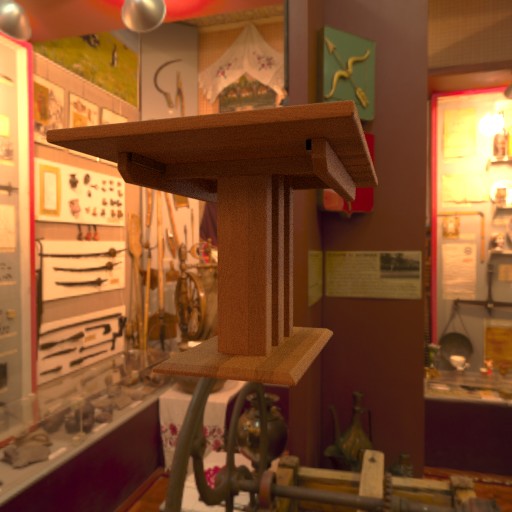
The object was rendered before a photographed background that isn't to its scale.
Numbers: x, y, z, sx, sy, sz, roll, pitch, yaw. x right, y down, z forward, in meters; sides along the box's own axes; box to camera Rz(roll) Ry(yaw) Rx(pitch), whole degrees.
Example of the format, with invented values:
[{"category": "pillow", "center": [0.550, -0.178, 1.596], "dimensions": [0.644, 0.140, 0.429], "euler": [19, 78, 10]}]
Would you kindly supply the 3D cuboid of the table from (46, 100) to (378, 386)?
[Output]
[{"category": "table", "center": [0.000, 0.000, 1.803], "dimensions": [0.900, 0.770, 1.300], "euler": [0, 1, 18]}]
